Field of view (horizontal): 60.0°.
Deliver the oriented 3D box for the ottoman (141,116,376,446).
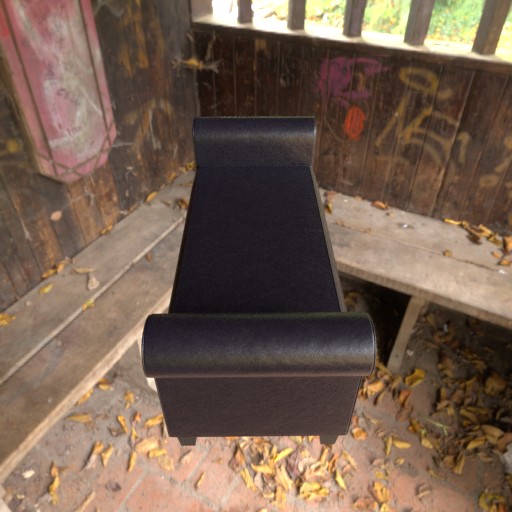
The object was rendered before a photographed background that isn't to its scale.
[{"bbox_3d":[0.000,0.000,1.569,0.521,0.547,1.256,0,40,0],"label":"ottoman"}]
